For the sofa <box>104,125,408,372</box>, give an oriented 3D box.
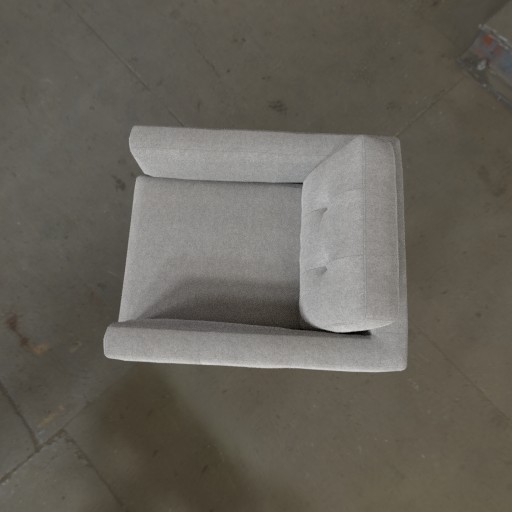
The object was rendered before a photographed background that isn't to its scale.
[{"bbox_3d":[0.000,0.000,1.576,0.920,0.860,0.770,3,76,1],"label":"sofa"}]
